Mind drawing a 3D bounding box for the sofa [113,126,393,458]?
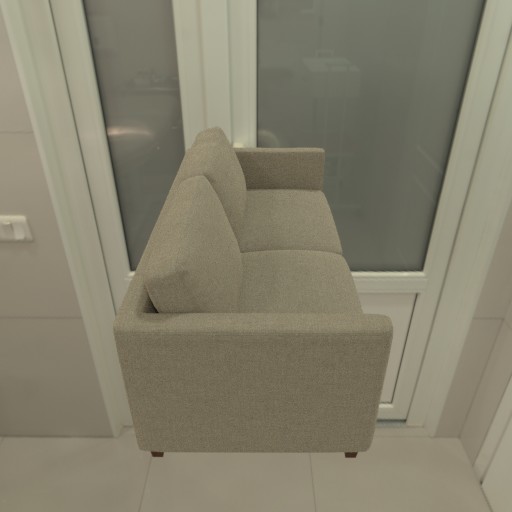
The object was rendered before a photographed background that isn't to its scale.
[{"bbox_3d":[0.000,0.000,2.351,0.951,0.947,1.884,0,32,0],"label":"sofa"}]
